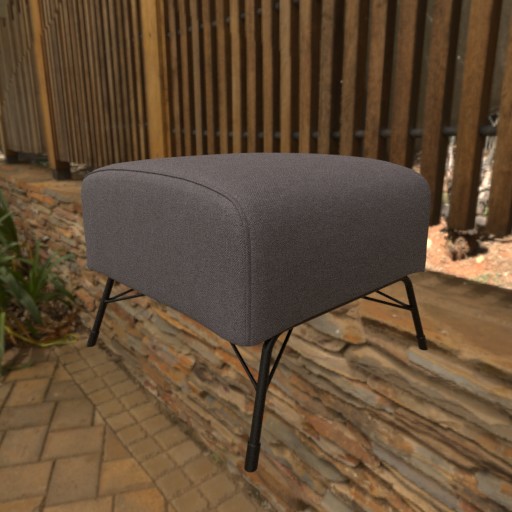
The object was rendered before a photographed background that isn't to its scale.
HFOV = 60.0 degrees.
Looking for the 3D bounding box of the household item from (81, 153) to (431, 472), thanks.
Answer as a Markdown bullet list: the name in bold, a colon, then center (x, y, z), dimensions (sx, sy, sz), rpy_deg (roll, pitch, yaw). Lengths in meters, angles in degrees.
- **household item**: center (0.000, 0.000, 0.909), dimensions (0.530, 0.410, 0.530), rpy_deg (-14, 21, -42)
